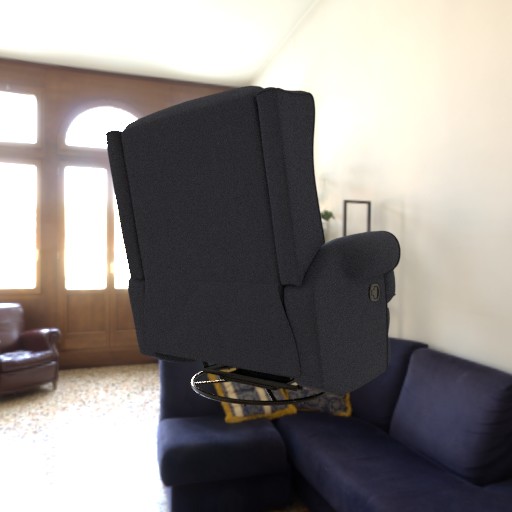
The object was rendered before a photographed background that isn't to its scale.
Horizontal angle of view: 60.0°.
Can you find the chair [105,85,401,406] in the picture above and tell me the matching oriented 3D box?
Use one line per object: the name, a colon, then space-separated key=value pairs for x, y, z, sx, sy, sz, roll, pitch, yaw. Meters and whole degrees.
chair: x=0.000 y=0.000 z=1.744 sx=0.971 sy=1.020 sz=0.877 roll=0 pitch=0 yaw=36
